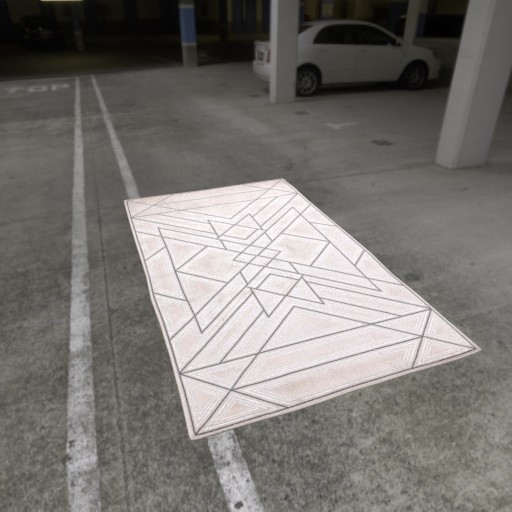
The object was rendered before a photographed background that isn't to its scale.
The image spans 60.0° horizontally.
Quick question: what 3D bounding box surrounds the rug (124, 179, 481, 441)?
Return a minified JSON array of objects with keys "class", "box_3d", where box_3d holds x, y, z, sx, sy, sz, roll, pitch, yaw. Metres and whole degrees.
[{"class":"rug","box_3d":[0.000,0.000,1.031,0.511,0.008,0.869,-11,32,-17]}]
